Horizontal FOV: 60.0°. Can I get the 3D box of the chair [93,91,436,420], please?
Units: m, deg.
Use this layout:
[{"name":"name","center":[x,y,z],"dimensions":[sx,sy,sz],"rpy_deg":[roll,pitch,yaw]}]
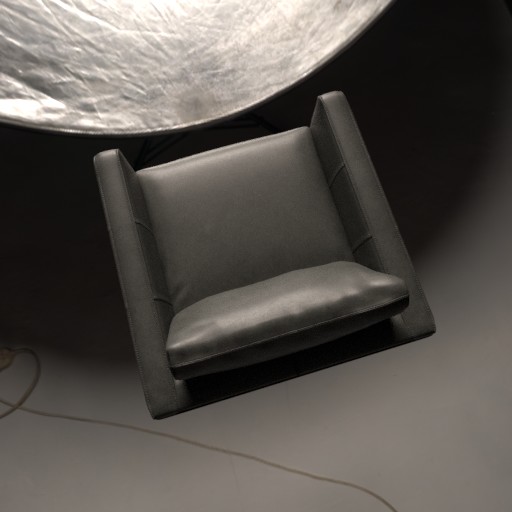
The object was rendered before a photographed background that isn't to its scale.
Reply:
[{"name":"chair","center":[0.000,0.000,1.532],"dimensions":[0.967,0.824,0.861],"rpy_deg":[-16,76,-4]}]
